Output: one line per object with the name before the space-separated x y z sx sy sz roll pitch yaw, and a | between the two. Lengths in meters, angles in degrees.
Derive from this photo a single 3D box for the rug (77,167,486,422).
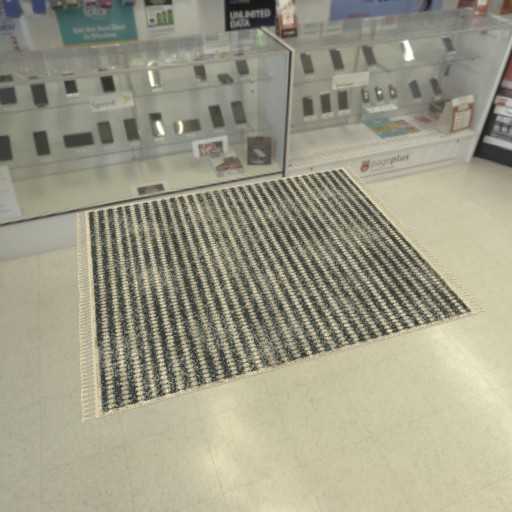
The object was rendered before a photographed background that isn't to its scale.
rug | 0.000 0.000 3.791 2.910 0.013 2.256 -12 42 -13
